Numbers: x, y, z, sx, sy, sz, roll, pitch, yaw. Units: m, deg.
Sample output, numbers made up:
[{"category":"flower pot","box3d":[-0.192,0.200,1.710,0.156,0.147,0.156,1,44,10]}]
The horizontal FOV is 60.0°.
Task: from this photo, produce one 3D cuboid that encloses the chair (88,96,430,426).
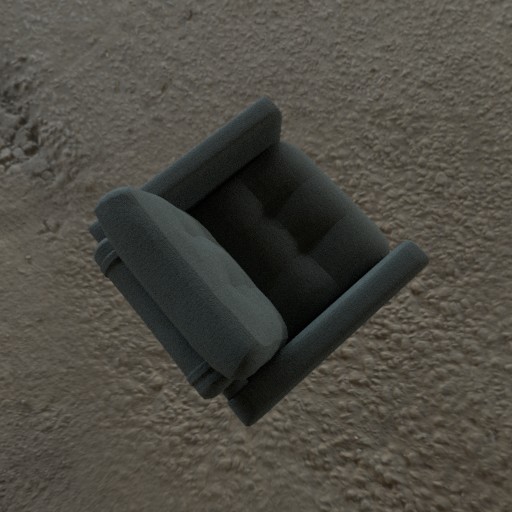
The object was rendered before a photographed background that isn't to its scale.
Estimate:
[{"category":"chair","box3d":[0.000,0.000,1.553,0.843,0.880,0.821,-40,78,-11]}]
